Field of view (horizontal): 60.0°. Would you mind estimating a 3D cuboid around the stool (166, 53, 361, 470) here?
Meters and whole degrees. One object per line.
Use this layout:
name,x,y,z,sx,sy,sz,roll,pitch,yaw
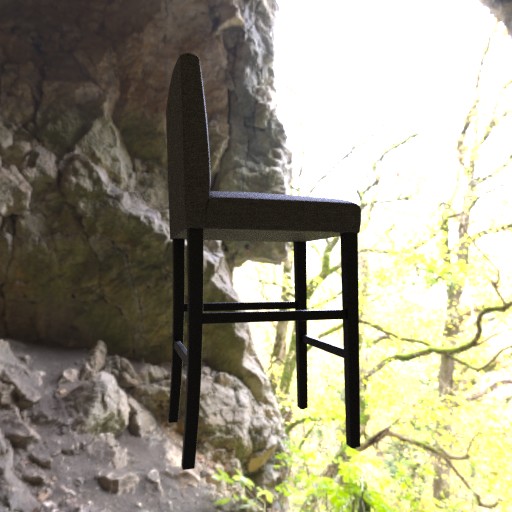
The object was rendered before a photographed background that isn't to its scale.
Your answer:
stool,0.000,0.000,1.446,0.552,1.138,0.451,1,-2,-17
